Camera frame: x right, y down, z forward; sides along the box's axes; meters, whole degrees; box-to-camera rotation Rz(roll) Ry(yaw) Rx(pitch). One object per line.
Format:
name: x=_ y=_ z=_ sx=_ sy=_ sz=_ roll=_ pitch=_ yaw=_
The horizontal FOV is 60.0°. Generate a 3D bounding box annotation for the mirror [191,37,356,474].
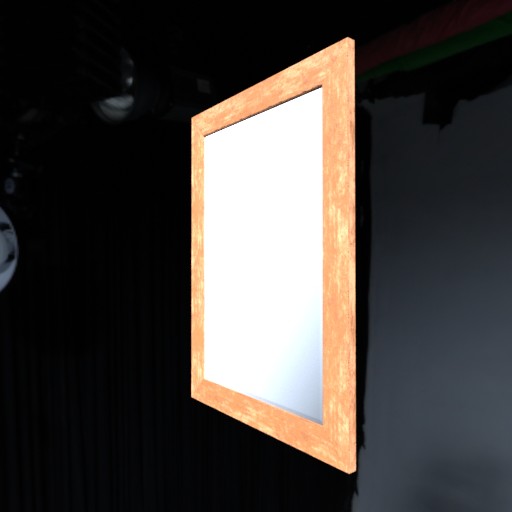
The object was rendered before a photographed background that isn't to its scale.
mirror: x=0.000 y=0.000 z=1.435 sx=0.028 sy=1.099 sz=0.796 roll=0 pitch=-1 yaw=-38
